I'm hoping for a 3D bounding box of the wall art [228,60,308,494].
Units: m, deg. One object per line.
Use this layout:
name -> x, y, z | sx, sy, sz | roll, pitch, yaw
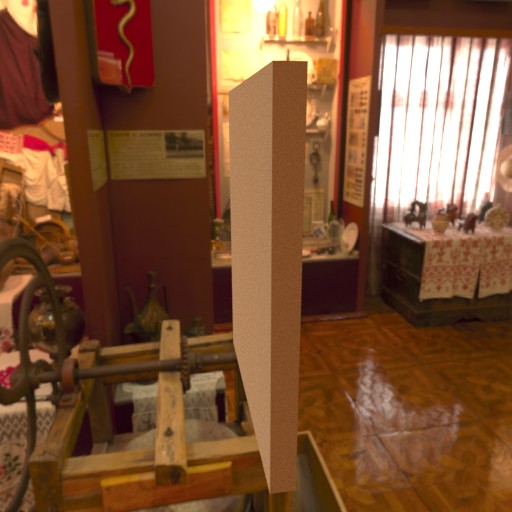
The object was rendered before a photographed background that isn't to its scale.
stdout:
wall art -> 0.000, 0.000, 0.751 | 0.039, 0.553, 0.451 | -3, 17, -9
